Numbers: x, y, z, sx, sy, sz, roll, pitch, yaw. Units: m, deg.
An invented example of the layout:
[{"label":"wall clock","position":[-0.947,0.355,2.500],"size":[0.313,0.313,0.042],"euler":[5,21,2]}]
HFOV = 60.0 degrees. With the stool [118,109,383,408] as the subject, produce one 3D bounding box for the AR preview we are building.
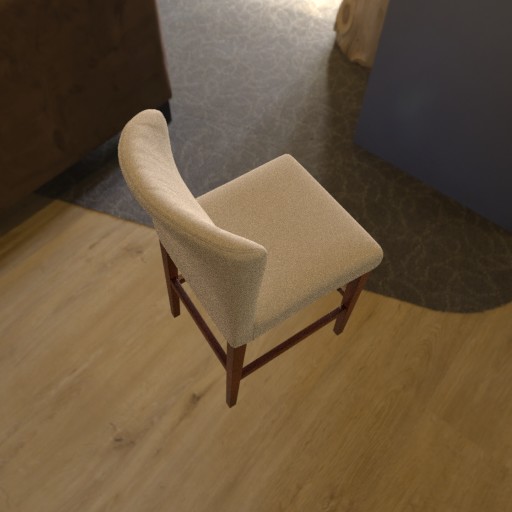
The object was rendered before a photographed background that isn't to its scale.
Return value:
[{"label":"stool","position":[0.000,0.000,1.325],"size":[0.568,0.968,0.479],"euler":[-29,62,-17]}]
